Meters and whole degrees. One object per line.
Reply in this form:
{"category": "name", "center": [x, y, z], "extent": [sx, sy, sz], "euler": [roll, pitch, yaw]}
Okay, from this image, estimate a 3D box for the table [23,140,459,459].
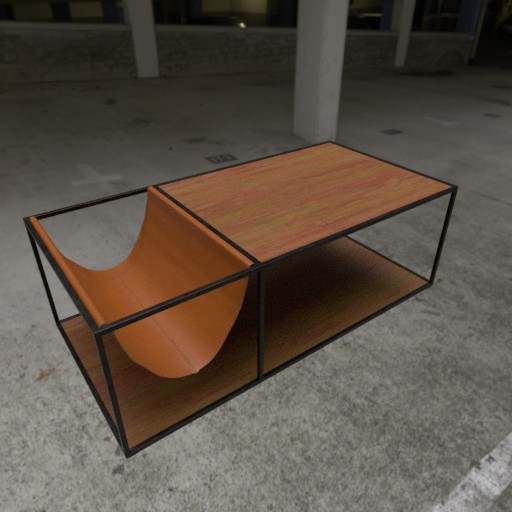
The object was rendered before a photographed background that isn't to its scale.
{"category": "table", "center": [0.000, 0.000, 1.453], "extent": [1.199, 0.403, 0.597], "euler": [-21, 38, -30]}
